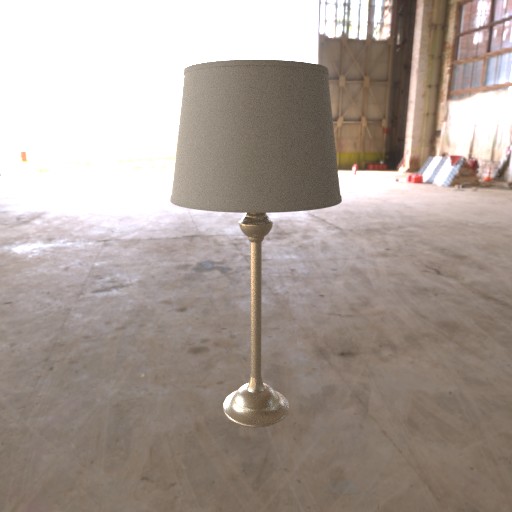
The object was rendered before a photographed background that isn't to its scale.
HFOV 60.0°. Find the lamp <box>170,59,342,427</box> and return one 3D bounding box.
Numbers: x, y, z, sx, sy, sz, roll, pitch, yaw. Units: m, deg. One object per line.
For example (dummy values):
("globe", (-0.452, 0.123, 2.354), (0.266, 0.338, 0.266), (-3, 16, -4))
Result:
("lamp", (0.000, 0.000, 0.899), (0.331, 0.698, 0.331), (0, 15, 0))
